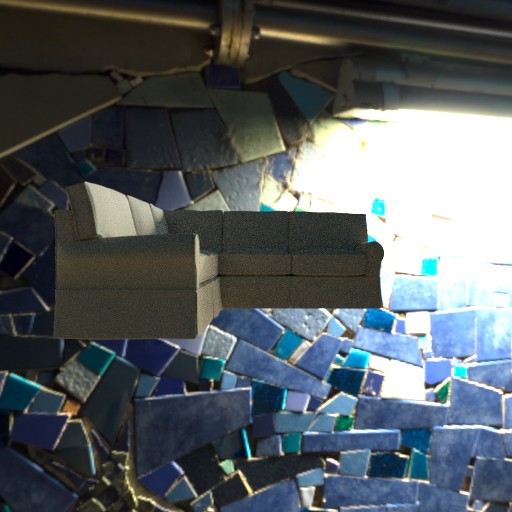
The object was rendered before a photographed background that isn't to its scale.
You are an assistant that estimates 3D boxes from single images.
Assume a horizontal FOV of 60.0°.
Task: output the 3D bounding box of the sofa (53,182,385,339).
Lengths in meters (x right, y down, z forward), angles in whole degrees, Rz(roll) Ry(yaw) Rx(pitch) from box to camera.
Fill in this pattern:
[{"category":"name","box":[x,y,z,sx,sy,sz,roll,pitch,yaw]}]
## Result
[{"category":"sofa","box":[0.000,0.000,4.095,2.597,1.070,2.591,0,0,0]}]
